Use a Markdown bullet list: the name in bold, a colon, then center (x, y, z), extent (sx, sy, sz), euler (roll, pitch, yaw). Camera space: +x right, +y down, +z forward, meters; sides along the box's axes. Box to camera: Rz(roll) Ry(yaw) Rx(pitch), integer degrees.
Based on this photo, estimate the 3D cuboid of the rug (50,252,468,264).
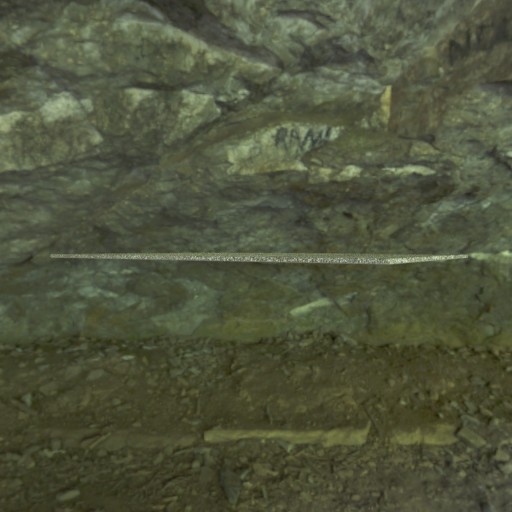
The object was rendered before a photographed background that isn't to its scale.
- **rug**: center (0.000, 0.000, 3.432), extent (2.699, 0.026, 1.802), euler (1, 1, 35)
